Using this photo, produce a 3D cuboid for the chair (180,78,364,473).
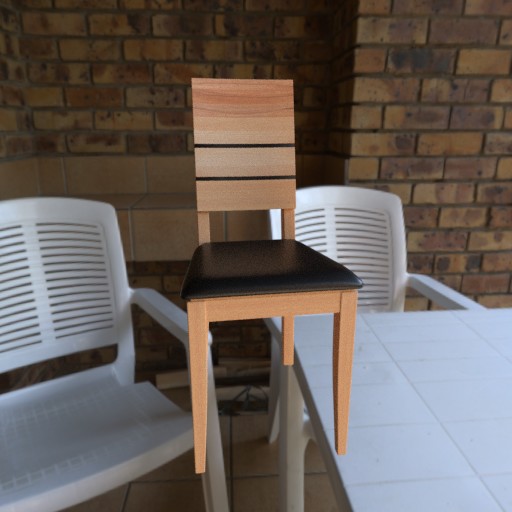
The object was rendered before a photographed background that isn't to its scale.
[{"bbox_3d":[0.000,0.000,1.203,0.410,0.940,0.520,-3,16,-9],"label":"chair"}]
